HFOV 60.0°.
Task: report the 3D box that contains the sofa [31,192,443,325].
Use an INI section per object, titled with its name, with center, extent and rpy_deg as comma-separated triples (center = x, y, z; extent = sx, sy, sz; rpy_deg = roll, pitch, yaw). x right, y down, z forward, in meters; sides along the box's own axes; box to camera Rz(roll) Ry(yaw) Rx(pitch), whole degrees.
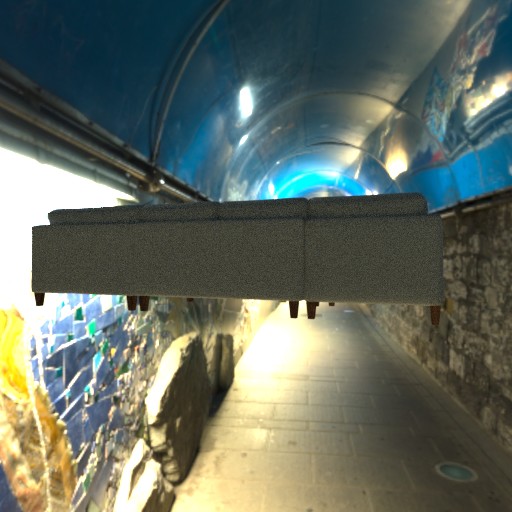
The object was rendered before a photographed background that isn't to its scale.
[sofa]
center = 0.000, 0.000, 4.539
extent = 3.403, 0.889, 2.551
rpy_deg = 0, 0, 19
